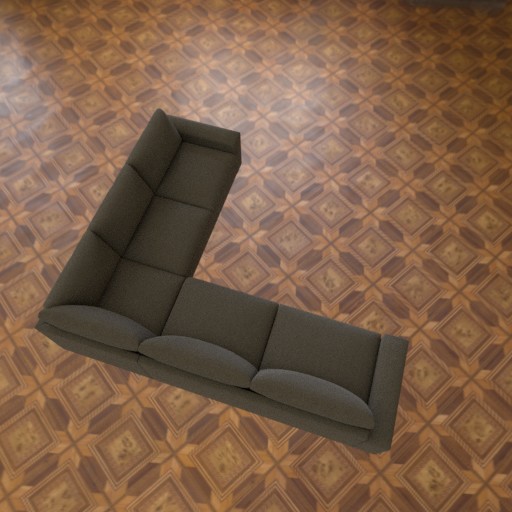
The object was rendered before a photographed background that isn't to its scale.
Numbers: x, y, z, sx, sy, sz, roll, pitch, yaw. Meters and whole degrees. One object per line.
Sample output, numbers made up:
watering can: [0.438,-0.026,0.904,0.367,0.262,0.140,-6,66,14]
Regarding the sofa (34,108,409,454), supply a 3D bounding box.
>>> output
sofa: [0.000,0.000,4.639,3.277,0.965,2.895,16,64,8]
